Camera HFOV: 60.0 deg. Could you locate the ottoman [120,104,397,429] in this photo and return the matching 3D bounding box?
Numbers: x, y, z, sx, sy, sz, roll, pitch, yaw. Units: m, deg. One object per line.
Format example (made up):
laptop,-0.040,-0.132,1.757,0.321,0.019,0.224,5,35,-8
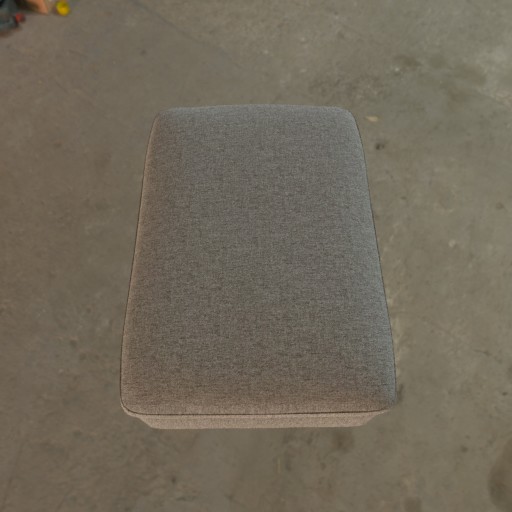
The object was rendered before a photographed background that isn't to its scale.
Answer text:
ottoman,0.000,0.000,1.372,0.694,0.451,0.977,-1,63,0
